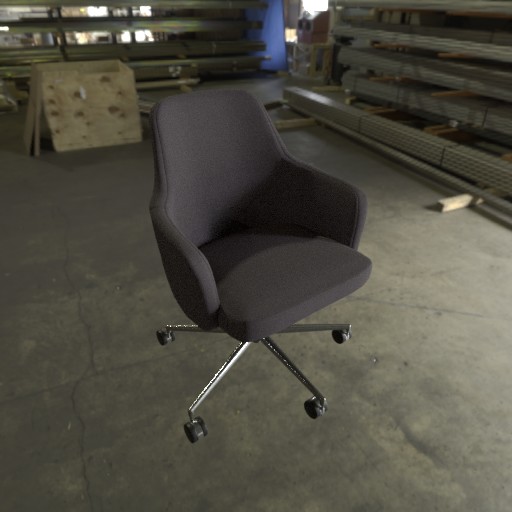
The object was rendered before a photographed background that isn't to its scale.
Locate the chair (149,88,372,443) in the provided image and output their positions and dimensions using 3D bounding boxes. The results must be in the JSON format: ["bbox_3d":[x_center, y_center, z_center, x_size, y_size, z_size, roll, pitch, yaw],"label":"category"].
[{"bbox_3d":[0.000,0.000,1.261,0.655,0.820,0.600,-21,37,-32],"label":"chair"}]
